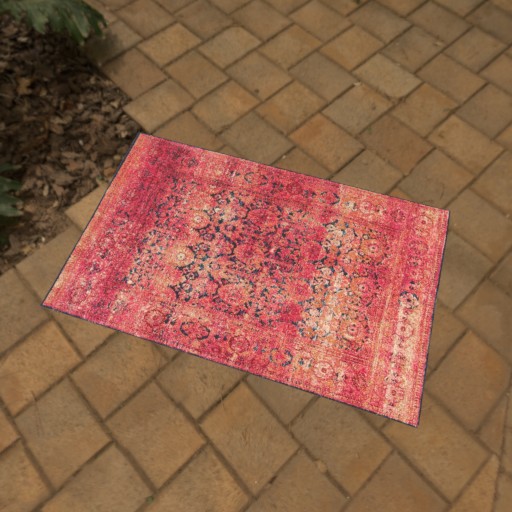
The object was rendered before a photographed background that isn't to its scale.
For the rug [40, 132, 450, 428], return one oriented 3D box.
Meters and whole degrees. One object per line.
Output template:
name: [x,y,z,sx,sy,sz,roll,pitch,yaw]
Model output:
rug: [0.000,0.000,3.020,2.449,0.018,1.539,16,64,8]
